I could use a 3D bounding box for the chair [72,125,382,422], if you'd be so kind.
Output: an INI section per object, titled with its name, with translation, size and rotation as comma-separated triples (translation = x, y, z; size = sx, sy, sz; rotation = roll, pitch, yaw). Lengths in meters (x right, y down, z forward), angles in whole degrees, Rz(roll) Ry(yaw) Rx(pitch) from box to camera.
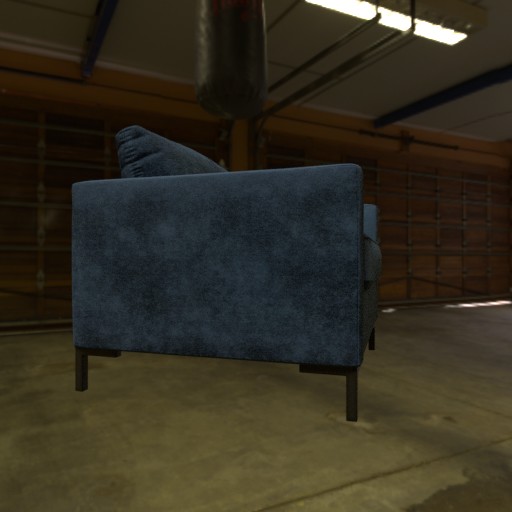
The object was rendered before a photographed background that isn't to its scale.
[chair]
translation = 0.000, 0.000, 1.628
size = 0.875, 0.812, 0.964
rotation = 0, 0, 18
